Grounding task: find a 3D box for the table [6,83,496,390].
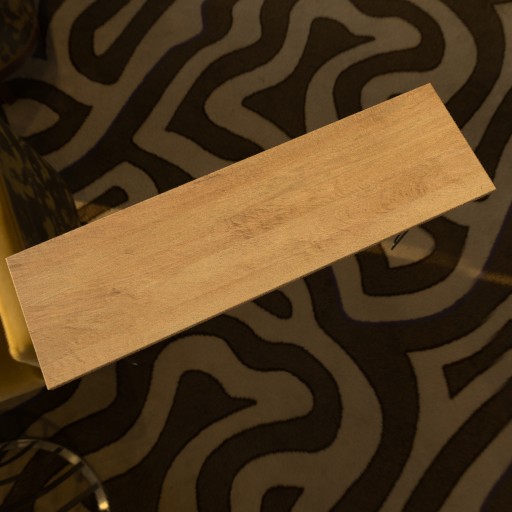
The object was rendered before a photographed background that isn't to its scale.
[{"bbox_3d":[0.000,0.000,1.685,1.400,0.799,0.399,-24,77,-6],"label":"table"}]
